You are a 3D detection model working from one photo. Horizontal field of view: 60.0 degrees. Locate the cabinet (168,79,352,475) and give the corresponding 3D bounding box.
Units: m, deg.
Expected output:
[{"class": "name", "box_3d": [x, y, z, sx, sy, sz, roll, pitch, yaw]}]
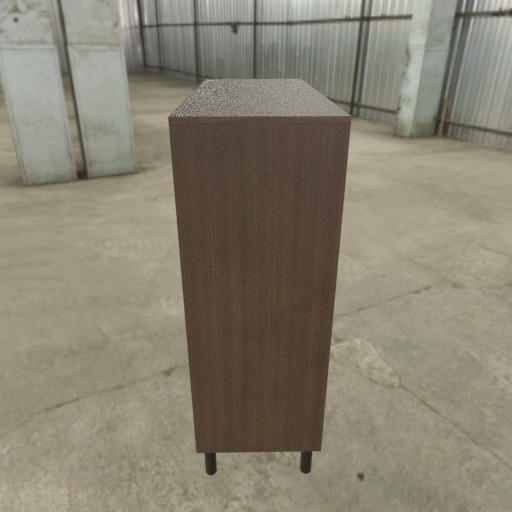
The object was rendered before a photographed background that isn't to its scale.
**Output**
[{"class": "cabinet", "box_3d": [0.000, 0.000, 1.675, 0.400, 1.170, 1.010, 0, 26, -1]}]
